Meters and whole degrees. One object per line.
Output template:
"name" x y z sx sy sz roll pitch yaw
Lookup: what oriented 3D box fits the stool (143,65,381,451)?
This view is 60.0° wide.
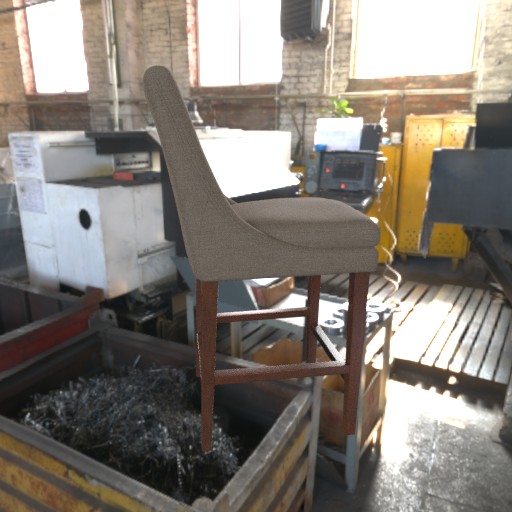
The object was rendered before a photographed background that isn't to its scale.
"stool" 0.000 0.000 1.302 0.577 0.981 0.470 -3 16 -9
